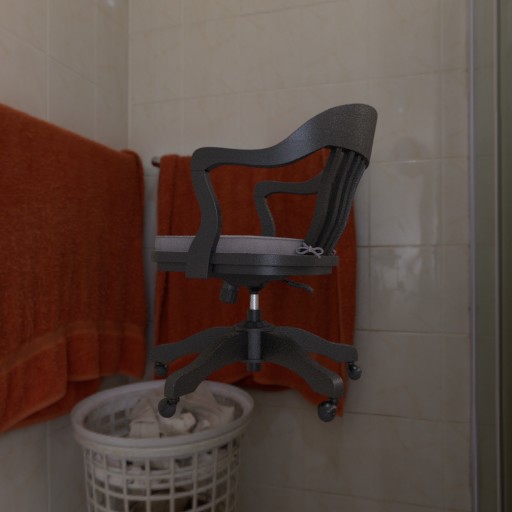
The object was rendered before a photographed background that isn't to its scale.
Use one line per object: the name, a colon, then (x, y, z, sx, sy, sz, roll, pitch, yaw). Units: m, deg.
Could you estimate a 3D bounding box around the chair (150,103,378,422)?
chair: (0.000, 0.000, 1.486, 0.788, 0.878, 0.750, 0, 0, 18)
